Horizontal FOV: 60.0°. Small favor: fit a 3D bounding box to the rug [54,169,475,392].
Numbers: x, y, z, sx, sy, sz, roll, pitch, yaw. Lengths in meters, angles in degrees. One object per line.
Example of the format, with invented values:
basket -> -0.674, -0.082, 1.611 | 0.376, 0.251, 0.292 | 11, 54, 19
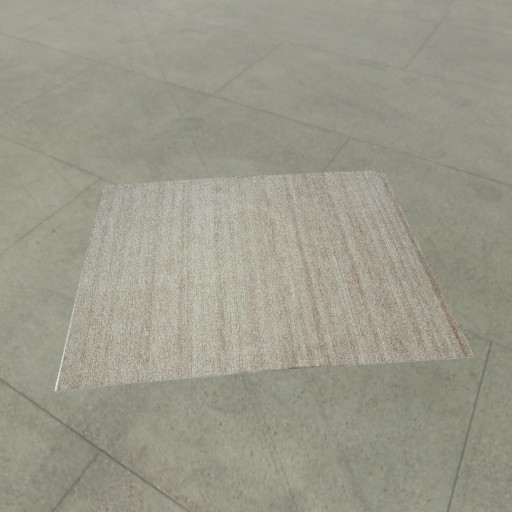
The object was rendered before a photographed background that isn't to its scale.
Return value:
rug -> 0.000, 0.000, 4.168 | 3.202, 0.045, 2.434 | -4, 47, -3
